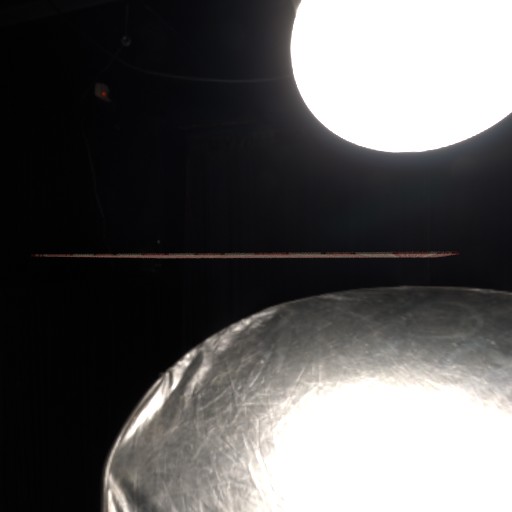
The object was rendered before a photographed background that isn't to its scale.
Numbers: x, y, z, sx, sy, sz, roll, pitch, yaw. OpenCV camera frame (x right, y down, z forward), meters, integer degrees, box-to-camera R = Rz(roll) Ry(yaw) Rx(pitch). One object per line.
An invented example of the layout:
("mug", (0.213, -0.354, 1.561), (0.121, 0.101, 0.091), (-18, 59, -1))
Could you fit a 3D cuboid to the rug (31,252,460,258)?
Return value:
("rug", (0.000, 0.000, 3.070), (2.431, 0.010, 1.535), (0, -1, 19))
